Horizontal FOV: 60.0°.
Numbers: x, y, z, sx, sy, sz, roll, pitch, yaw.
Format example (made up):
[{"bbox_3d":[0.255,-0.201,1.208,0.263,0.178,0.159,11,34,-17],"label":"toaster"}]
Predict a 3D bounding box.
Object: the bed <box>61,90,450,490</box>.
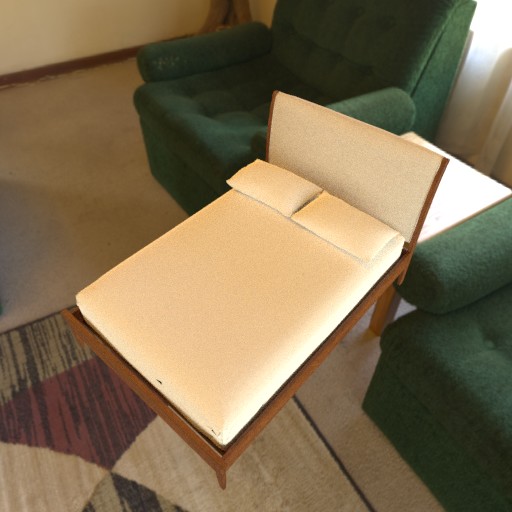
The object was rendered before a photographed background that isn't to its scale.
[{"bbox_3d":[0.000,0.000,3.259,1.612,1.250,2.380,32,54,27],"label":"bed"}]
